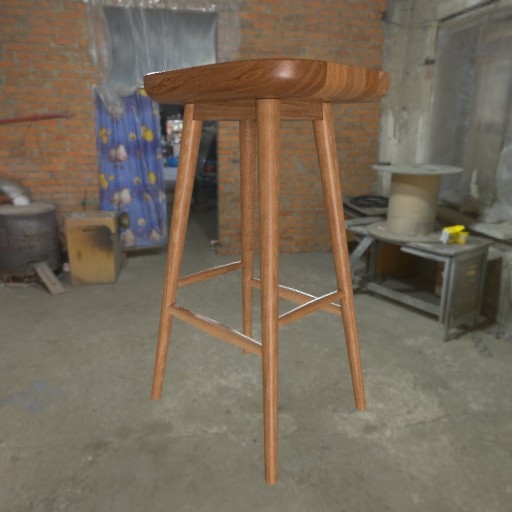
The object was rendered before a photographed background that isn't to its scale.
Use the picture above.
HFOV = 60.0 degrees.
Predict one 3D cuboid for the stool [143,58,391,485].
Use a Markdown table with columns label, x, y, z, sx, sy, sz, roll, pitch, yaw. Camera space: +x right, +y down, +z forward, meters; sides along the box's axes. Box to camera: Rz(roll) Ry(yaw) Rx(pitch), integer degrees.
| label | x | y | z | sx | sy | sz | roll | pitch | yaw |
| --- | --- | --- | --- | --- | --- | --- | --- | --- | --- |
| stool | 0.000 | 0.000 | 0.920 | 0.407 | 0.698 | 0.322 | 15 | 22 | 42 |
